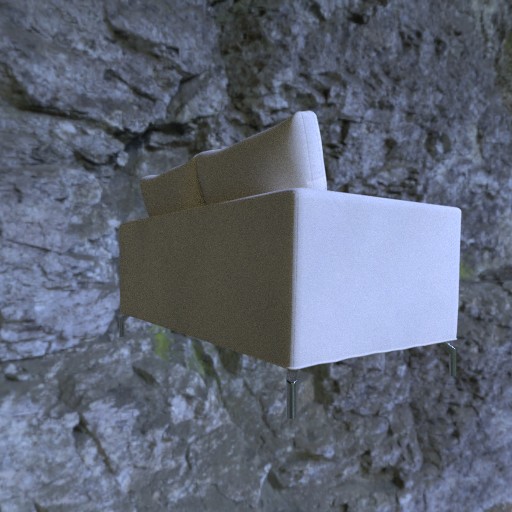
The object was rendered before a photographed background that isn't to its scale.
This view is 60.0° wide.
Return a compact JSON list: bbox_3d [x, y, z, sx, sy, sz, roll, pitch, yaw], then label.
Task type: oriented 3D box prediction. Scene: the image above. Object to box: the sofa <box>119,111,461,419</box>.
[{"bbox_3d":[0.000,0.000,2.294,0.906,0.995,1.739,0,0,-34],"label":"sofa"}]
